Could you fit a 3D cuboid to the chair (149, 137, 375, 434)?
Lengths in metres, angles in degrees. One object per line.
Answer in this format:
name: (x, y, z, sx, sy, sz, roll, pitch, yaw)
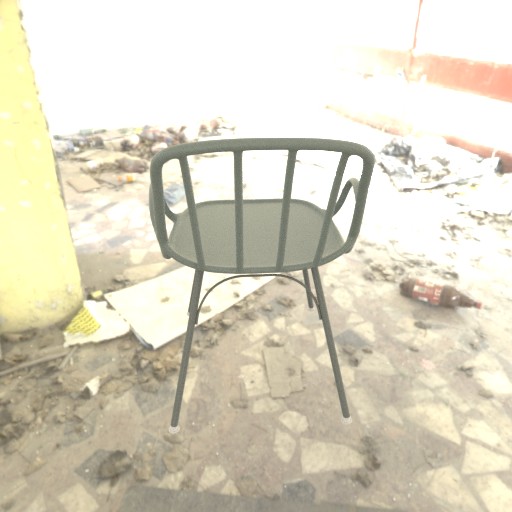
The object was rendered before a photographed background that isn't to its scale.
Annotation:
chair: (0.000, 0.000, 1.236, 0.549, 0.816, 0.597, -2, 30, -3)
